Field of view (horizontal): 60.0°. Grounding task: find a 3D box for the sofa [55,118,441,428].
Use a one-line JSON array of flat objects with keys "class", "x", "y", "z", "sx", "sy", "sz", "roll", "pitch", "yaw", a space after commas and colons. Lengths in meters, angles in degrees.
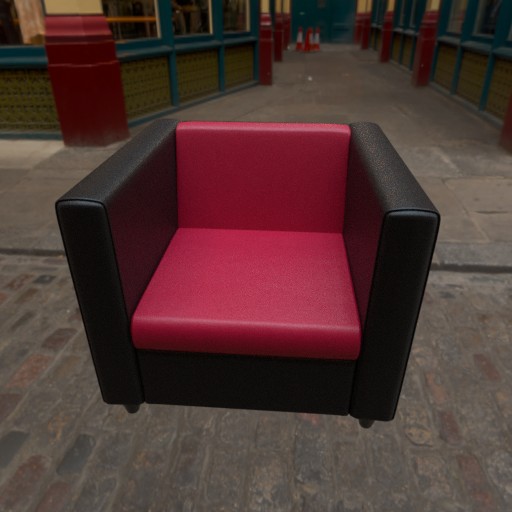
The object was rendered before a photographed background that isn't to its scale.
[{"class": "sofa", "x": 0.000, "y": 0.000, "z": 1.449, "sx": 0.839, "sy": 0.724, "sz": 0.809, "roll": 2, "pitch": 30, "yaw": 4}]
